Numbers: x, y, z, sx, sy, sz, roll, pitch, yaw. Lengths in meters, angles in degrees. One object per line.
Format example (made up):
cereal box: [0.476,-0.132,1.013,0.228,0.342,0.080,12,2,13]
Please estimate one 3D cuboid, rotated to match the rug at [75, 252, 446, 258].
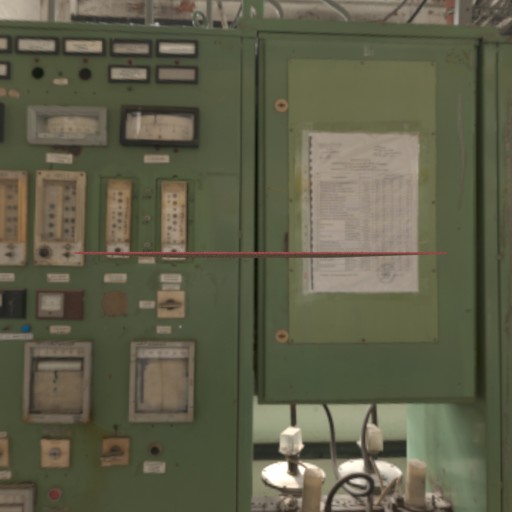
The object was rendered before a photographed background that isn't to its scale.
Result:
rug: [0.000,0.000,3.034,1.534,0.010,2.423,0,-1,-1]
